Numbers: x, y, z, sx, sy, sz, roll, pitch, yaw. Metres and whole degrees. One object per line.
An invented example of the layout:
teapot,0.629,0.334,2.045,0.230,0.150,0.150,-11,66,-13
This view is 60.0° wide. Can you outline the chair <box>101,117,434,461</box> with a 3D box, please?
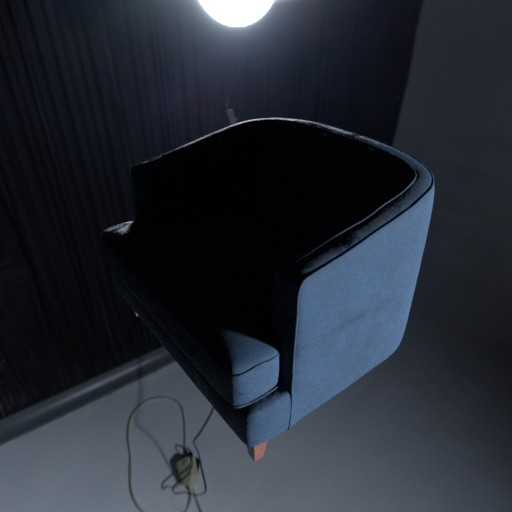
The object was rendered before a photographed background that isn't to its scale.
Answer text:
chair,0.000,0.000,1.770,0.940,0.852,1.094,-21,37,-31
